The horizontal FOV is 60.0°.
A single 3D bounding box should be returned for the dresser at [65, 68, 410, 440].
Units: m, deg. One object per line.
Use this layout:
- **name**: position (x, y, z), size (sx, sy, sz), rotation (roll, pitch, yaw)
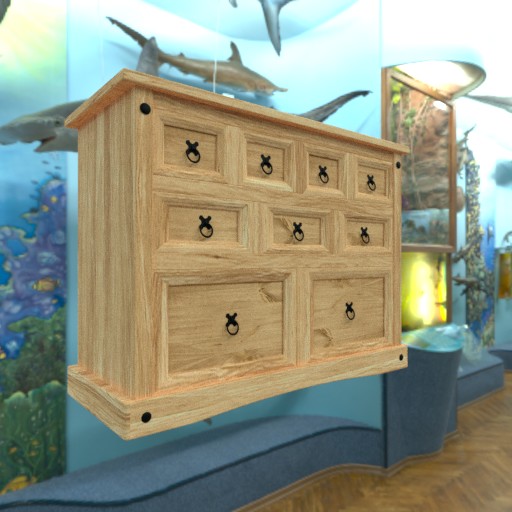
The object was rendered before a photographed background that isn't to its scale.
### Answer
- **dresser**: position (0.000, 0.000, 1.336), size (0.990, 0.740, 0.410), rotation (0, -1, -38)
